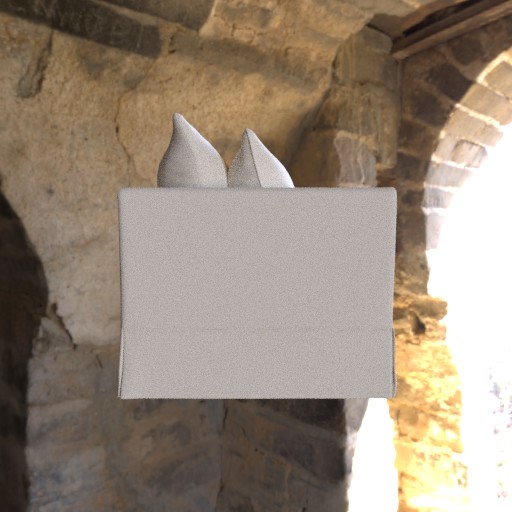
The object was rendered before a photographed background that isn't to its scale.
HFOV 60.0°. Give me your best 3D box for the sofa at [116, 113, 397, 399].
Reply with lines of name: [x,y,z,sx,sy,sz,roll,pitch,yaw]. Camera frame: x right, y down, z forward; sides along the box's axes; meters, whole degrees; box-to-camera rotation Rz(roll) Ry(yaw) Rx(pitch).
sofa: [0.000,0.000,2.311,1.026,1.039,1.608,0,-1,0]
